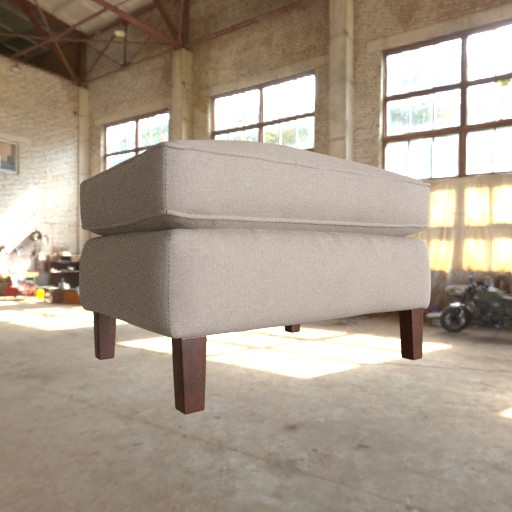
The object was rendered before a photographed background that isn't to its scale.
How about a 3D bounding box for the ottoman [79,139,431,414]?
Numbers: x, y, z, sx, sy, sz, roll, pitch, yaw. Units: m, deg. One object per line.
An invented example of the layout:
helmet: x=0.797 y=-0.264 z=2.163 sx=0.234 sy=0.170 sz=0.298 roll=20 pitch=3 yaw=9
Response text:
ottoman: x=0.000 y=0.000 z=0.987 sx=0.665 sy=0.456 sz=0.501 roll=0 pitch=0 yaw=-36
